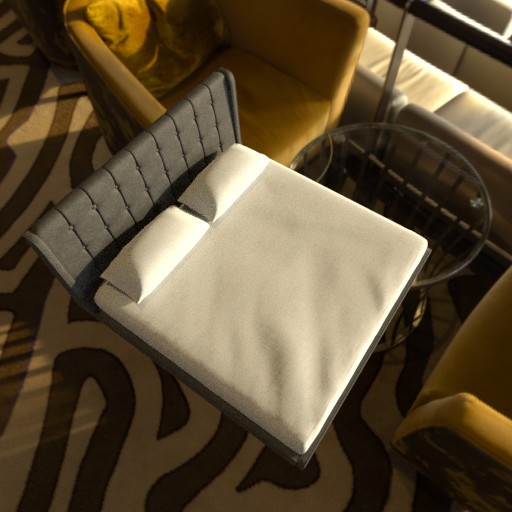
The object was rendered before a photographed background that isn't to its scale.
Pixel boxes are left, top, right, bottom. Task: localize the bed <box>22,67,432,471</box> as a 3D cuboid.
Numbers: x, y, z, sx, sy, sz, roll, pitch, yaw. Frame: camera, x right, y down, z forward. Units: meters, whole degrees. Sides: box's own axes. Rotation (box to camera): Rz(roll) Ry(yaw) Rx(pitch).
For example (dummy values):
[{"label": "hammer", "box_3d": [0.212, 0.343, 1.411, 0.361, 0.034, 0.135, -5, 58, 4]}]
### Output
[{"label": "bed", "box_3d": [0.000, 0.000, 2.552, 1.638, 0.933, 1.531, 31, 63, 17]}]
